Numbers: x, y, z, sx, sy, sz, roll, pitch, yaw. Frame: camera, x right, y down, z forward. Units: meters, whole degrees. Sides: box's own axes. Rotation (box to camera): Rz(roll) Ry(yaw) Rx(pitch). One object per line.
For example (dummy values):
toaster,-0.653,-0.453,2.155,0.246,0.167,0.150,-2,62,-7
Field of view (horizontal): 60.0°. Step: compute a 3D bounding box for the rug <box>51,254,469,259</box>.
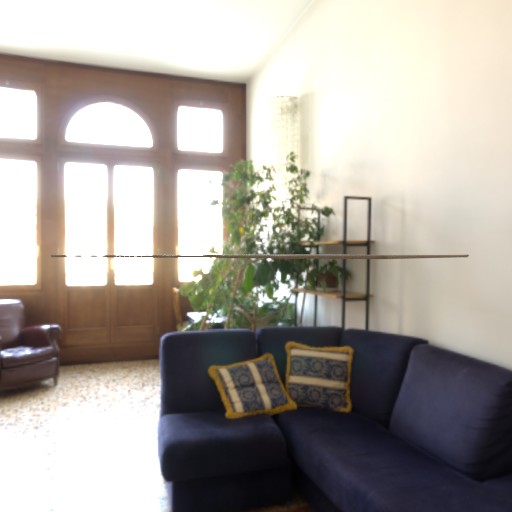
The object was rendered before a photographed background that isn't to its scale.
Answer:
rug,0.000,0.000,2.916,2.290,0.021,1.540,0,0,36
